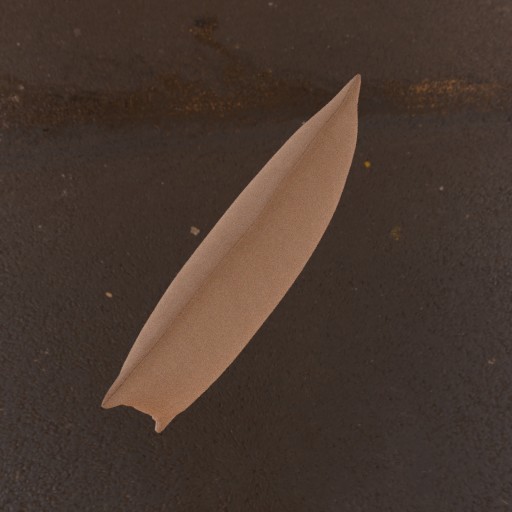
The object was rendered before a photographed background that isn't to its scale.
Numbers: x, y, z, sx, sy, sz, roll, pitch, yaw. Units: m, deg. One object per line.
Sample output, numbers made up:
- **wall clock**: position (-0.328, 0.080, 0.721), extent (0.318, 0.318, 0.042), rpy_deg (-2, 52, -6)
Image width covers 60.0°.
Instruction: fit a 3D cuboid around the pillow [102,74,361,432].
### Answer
- **pillow**: position (0.000, 0.000, 0.723), extent (0.148, 0.308, 0.612), rpy_deg (30, 68, 14)
